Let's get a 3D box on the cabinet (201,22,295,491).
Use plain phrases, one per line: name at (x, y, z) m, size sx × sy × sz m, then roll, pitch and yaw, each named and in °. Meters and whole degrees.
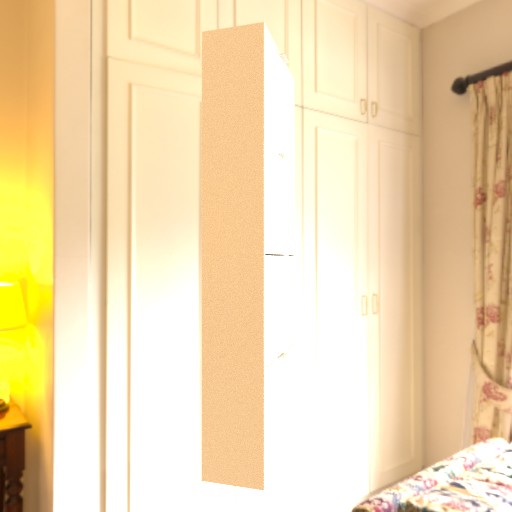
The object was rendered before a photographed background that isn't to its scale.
cabinet at (0.000, 0.000, 1.819) m, size 0.255 × 1.630 × 0.520 m, roll 0°, pitch -1°, yaw 17°
